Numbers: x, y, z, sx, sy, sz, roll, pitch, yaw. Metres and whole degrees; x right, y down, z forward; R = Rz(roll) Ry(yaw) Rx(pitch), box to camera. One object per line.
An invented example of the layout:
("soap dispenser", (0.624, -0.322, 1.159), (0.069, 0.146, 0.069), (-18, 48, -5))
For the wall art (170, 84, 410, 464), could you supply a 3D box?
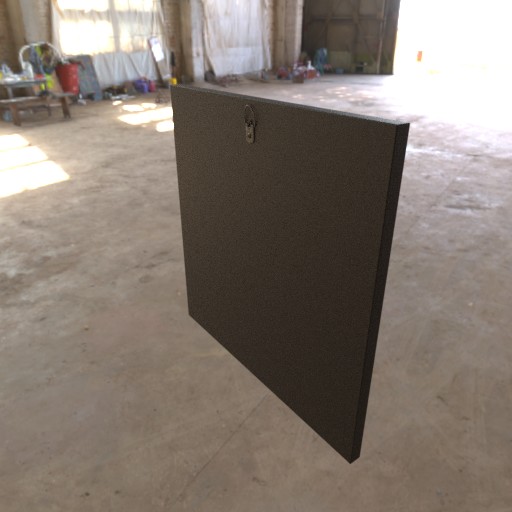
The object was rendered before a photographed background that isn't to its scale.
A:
("wall art", (0.000, 0.000, 1.196), (0.043, 0.807, 0.805), (-18, 32, -32))
